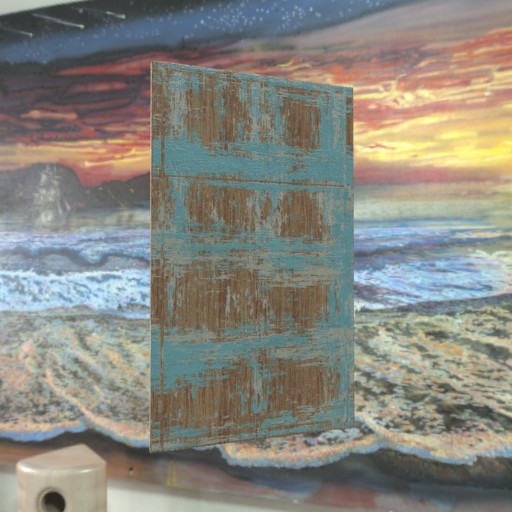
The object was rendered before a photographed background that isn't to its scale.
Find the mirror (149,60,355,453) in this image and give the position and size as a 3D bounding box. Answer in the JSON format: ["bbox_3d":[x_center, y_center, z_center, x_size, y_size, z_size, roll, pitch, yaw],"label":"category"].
[{"bbox_3d":[0.000,0.000,1.515,0.707,1.213,0.083,0,-1,-18],"label":"mirror"}]
